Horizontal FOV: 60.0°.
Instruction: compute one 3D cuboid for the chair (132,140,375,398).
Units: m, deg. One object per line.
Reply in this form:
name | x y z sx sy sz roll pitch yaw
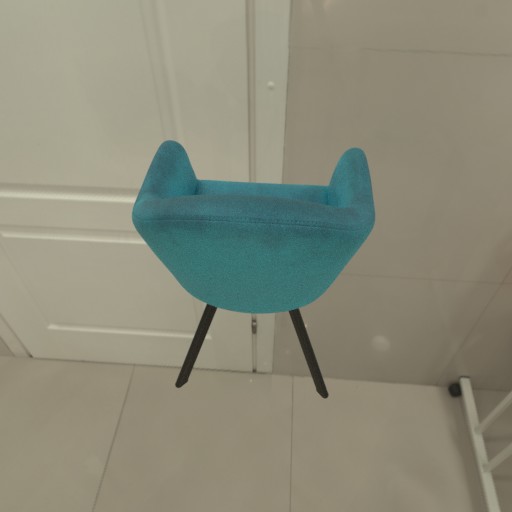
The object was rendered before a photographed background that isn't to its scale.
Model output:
chair | 0.000 0.000 1.172 0.540 0.780 0.570 3 48 3
